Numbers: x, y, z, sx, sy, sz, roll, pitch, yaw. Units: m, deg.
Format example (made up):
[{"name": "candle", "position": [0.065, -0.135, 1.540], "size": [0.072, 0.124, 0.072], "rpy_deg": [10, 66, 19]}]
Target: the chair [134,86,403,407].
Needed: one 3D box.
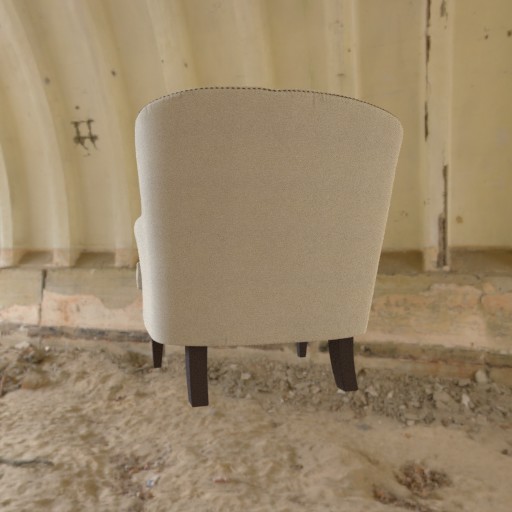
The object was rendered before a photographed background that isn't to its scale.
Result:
[{"name": "chair", "position": [0.000, 0.000, 1.564], "size": [0.848, 0.868, 0.906], "rpy_deg": [0, -1, -18]}]
